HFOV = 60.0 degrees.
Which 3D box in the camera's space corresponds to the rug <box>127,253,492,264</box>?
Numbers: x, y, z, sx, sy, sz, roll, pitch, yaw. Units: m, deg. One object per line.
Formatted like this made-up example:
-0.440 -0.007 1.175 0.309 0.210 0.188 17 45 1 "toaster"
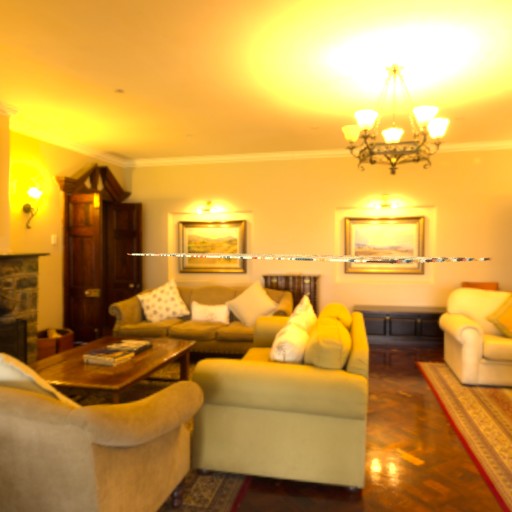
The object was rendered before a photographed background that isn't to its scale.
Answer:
0.000 0.000 2.909 0.763 0.015 2.682 -1 1 -36 "rug"
